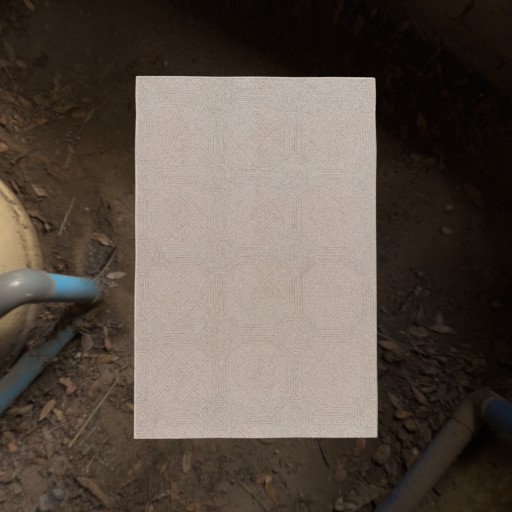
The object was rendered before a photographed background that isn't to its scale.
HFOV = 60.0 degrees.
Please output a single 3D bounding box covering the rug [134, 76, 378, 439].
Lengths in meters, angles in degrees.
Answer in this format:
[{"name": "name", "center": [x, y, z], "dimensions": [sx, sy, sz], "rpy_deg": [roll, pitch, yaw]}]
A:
[{"name": "rug", "center": [0.000, 0.000, 2.253], "dimensions": [1.236, 0.009, 1.839], "rpy_deg": [0, 89, -1]}]
